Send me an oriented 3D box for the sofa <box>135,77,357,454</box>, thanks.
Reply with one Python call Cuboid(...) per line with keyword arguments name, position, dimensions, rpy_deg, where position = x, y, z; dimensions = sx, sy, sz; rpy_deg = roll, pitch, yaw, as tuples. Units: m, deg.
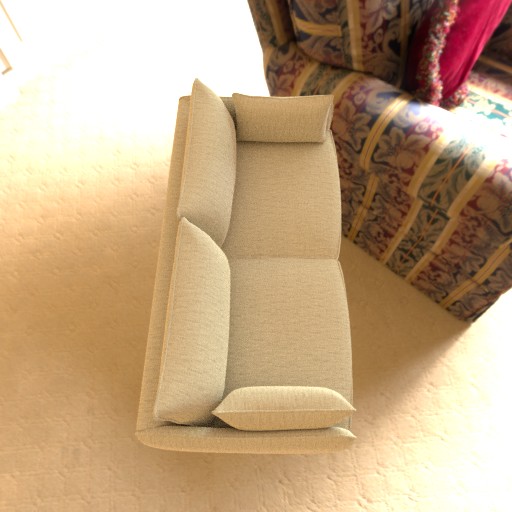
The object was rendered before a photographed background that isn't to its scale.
Cuboid(name="sofa", position=(0.000, 0.000, 2.446), dimensions=(0.991, 0.860, 1.989), rpy_deg=(1, 65, 1))
